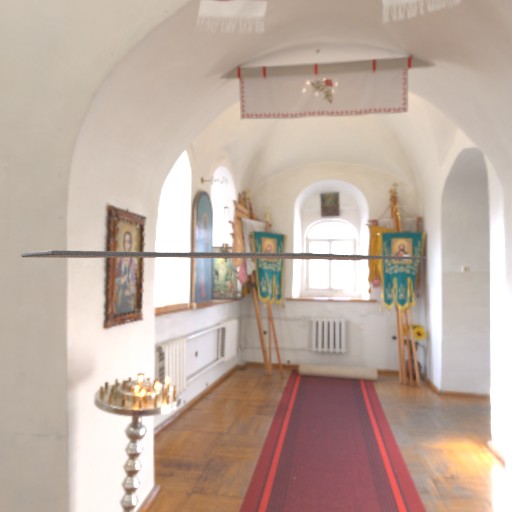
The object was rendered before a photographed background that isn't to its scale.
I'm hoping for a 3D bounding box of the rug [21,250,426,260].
[{"bbox_3d":[0.000,0.000,2.566,2.341,0.037,0.675,1,-1,-36],"label":"rug"}]
